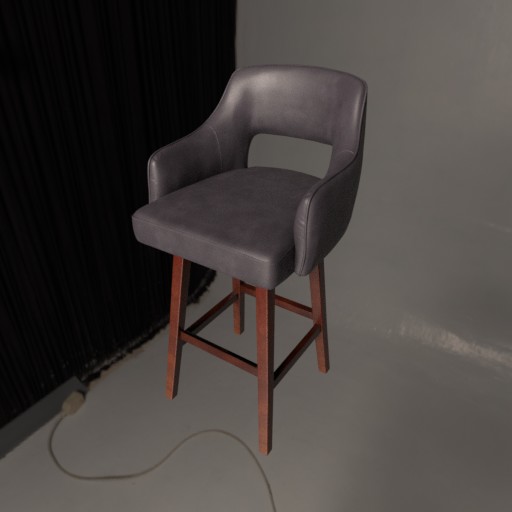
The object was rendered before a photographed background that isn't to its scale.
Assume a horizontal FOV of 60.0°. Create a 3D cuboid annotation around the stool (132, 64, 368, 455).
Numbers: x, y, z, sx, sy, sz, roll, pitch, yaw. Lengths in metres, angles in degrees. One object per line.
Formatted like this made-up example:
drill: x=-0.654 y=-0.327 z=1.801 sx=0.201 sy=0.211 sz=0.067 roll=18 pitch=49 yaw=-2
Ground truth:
stool: x=0.000 y=0.000 z=1.378 sx=0.550 sy=1.041 sz=0.560 roll=19 pitch=35 yaw=28
